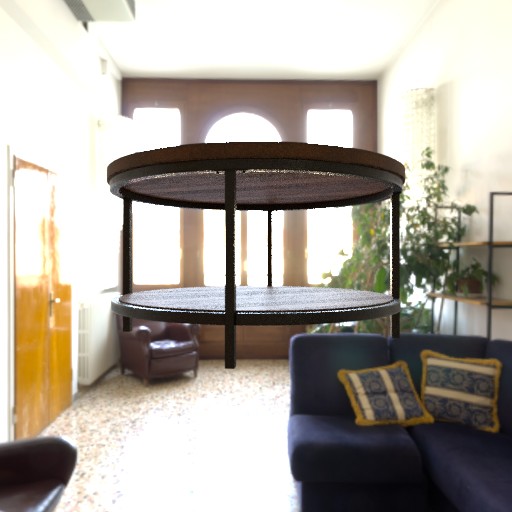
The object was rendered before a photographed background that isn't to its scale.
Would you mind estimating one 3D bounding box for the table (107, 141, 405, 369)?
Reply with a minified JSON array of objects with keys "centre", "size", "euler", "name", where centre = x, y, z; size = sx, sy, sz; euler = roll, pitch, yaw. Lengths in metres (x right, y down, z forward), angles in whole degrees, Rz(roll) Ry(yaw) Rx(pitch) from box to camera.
[{"centre":[0.000,0.000,1.311],"size":[0.837,0.462,0.837],"euler":[0,0,0],"name":"table"}]
